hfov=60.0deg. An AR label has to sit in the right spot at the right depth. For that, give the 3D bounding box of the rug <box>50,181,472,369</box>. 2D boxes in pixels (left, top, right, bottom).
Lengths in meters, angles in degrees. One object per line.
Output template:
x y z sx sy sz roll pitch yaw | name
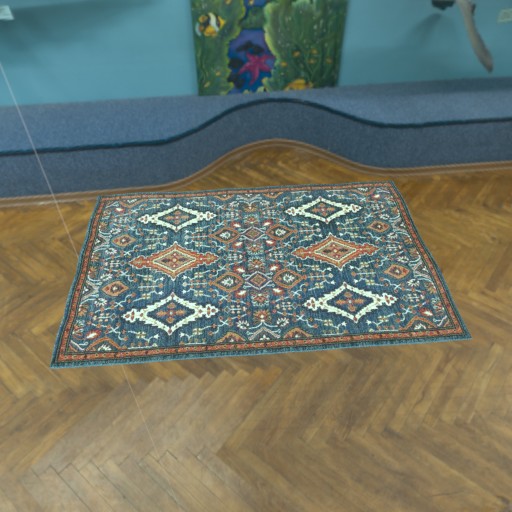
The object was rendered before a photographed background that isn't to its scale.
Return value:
0.000 0.000 2.328 1.847 0.014 1.195 -3 45 -3 | rug
